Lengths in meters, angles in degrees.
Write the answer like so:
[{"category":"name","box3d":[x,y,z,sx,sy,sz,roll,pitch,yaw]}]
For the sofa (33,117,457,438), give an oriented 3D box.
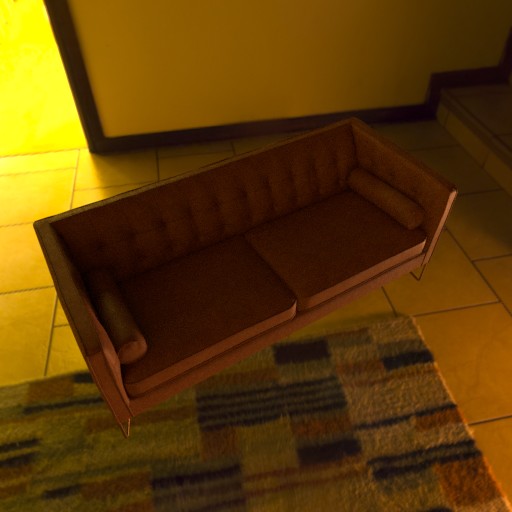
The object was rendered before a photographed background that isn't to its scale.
[{"category":"sofa","box3d":[0.000,0.000,2.571,2.079,0.798,0.912,-23,50,-21]}]
